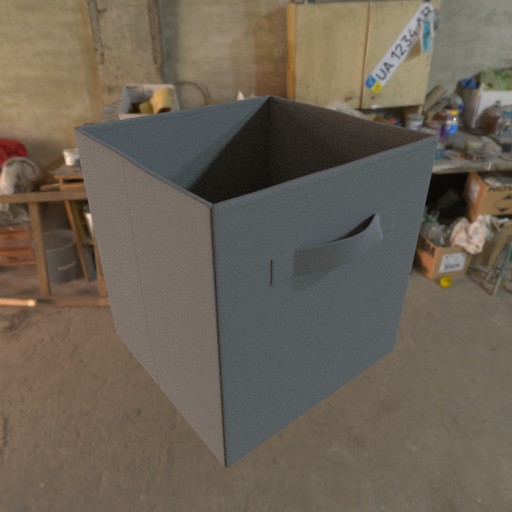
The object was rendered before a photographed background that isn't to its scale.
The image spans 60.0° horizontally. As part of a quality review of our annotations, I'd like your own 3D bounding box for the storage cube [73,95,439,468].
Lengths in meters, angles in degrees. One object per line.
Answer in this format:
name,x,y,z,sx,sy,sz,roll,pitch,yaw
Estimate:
storage cube,0.000,0.000,0.504,0.270,0.280,0.270,-22,38,-33
